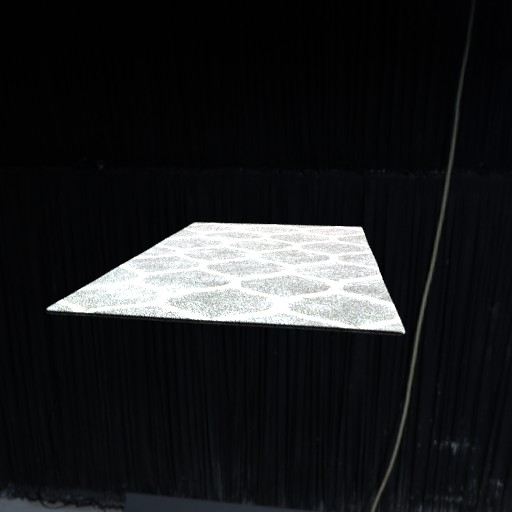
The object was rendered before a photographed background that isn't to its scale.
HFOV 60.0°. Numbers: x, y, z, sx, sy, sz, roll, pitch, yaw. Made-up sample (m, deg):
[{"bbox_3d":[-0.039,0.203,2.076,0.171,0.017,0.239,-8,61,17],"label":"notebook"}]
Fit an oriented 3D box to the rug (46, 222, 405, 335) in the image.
[{"bbox_3d":[0.000,0.000,3.442,1.801,0.026,2.701,2,14,9],"label":"rug"}]
